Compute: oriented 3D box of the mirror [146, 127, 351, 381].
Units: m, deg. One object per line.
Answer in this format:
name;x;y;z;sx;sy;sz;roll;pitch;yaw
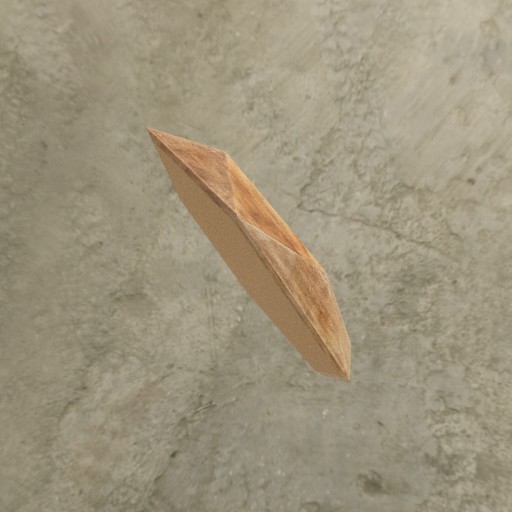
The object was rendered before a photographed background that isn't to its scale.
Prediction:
mirror;0.000;0.000;1.096;0.091;0.779;0.675;-37;80;-8
